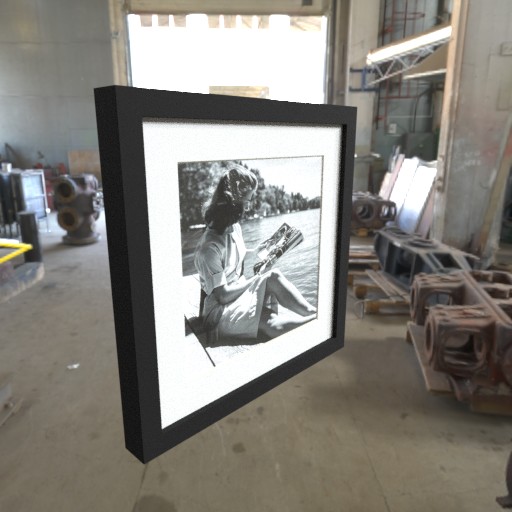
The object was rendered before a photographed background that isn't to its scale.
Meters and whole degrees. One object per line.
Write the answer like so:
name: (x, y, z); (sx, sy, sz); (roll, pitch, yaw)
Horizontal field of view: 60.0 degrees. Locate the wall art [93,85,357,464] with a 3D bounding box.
wall art: (0.000, 0.000, 0.457); (0.030, 0.305, 0.308); (14, 20, 42)
